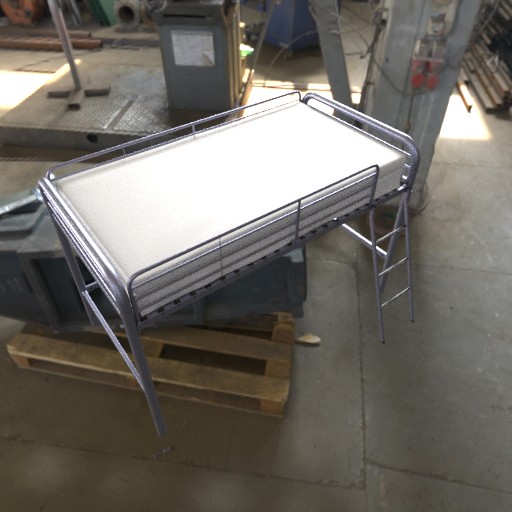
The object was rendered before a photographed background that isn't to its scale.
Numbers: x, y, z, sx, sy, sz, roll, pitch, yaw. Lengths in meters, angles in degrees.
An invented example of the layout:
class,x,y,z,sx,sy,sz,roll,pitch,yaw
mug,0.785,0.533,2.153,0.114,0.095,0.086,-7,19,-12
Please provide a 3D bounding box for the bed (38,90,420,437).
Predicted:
class,x,y,z,sx,sy,sz,roll,pitch,yaw
bed,0.000,0.000,2.833,1.965,1.288,1.415,-27,49,-26
